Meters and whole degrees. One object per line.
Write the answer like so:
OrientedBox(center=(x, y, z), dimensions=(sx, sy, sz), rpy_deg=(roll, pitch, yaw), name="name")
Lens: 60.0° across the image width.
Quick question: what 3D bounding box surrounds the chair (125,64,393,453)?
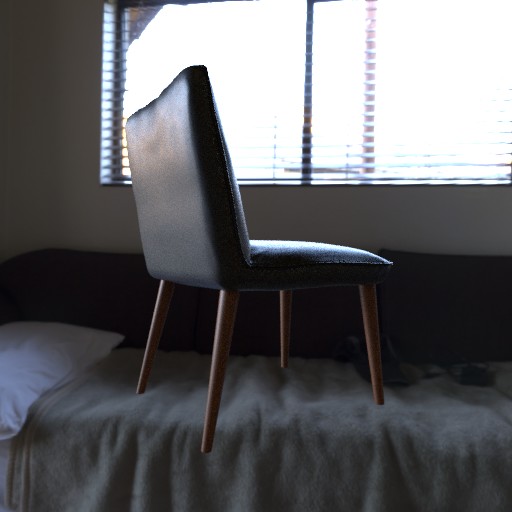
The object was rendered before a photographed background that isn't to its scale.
OrientedBox(center=(0.000, 0.000, 1.240), dimensions=(0.645, 0.801, 0.543), rpy_deg=(-1, 1, -37), name="chair")
